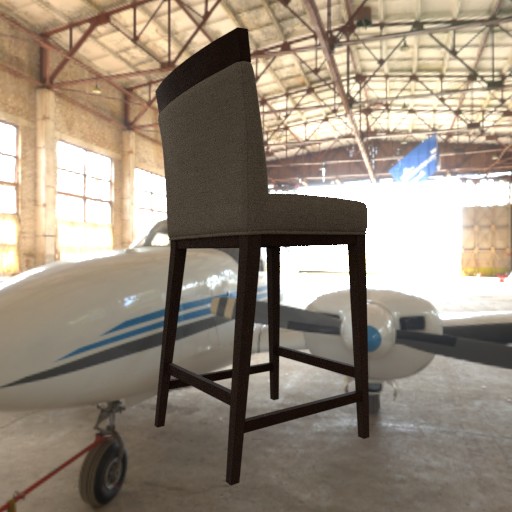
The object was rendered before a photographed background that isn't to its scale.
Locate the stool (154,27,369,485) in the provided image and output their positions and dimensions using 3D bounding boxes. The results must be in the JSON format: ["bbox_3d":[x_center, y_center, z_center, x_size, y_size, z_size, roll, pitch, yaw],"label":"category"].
[{"bbox_3d":[0.000,0.000,1.413,0.531,1.117,0.511,0,0,-35],"label":"stool"}]
